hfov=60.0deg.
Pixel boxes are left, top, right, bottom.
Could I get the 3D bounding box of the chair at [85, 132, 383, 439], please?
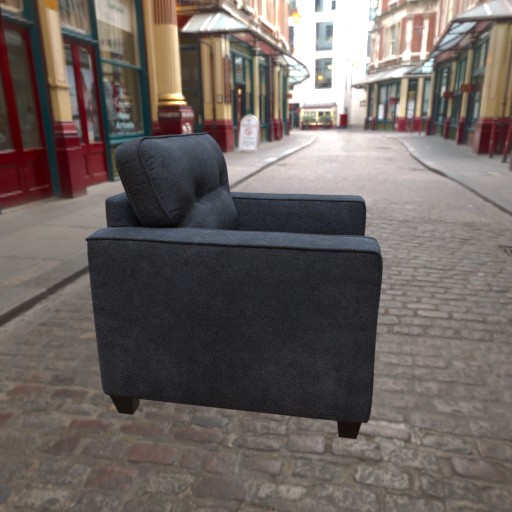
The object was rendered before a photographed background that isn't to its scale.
[{"bbox_3d":[0.000,0.000,1.820,0.939,0.965,1.015,3,17,10],"label":"chair"}]
